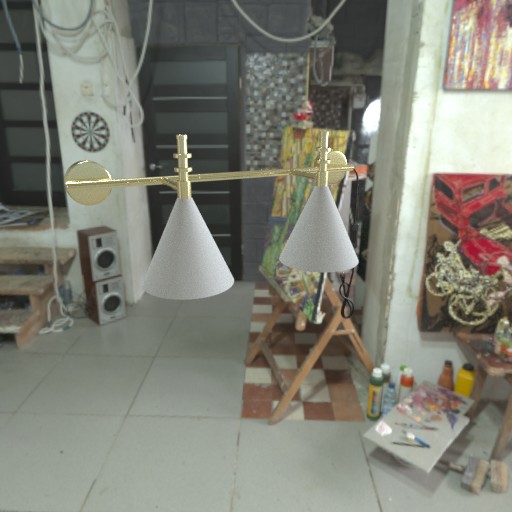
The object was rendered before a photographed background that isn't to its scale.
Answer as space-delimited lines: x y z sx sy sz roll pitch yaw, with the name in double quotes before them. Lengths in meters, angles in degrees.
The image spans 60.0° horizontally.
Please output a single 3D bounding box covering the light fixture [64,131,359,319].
"light fixture" 0.000 0.000 0.868 0.642 0.468 0.239 -9 20 -26
